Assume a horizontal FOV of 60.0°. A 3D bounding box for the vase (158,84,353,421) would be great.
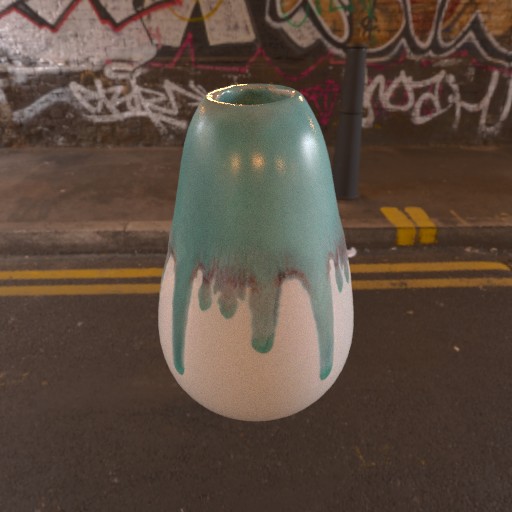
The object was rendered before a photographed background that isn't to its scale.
[{"bbox_3d":[0.000,0.000,0.252,0.116,0.179,0.116,0,26,0],"label":"vase"}]
